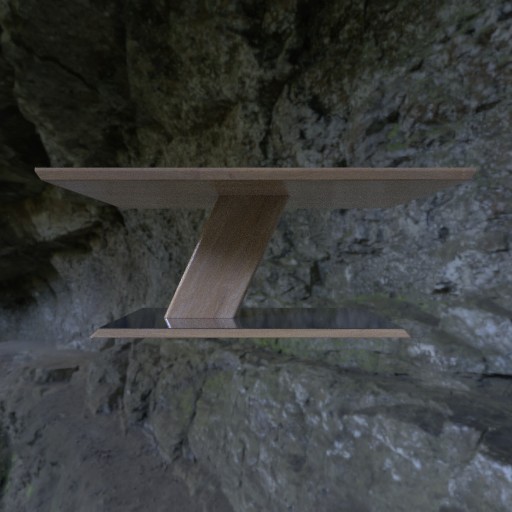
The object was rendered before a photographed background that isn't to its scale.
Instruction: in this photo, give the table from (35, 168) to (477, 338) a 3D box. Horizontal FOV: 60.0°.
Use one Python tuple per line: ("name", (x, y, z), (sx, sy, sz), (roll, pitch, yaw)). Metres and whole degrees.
("table", (0.000, 0.000, 1.448), (1.100, 0.441, 0.692), (0, 0, 0))
